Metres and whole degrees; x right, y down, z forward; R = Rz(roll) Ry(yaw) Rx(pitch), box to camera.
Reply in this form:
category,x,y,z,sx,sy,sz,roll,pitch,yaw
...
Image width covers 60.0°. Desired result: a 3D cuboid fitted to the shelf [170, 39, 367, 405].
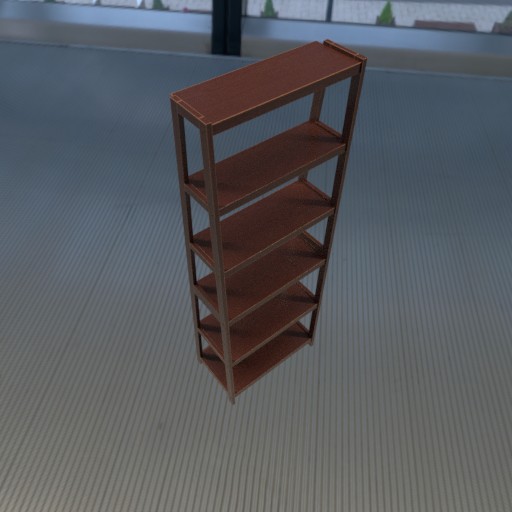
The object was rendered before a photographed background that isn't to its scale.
category,x,y,z,sx,sy,sz,roll,pitch,yaw
shelf,0.000,0.000,2.164,0.660,1.892,0.381,-31,55,-24
